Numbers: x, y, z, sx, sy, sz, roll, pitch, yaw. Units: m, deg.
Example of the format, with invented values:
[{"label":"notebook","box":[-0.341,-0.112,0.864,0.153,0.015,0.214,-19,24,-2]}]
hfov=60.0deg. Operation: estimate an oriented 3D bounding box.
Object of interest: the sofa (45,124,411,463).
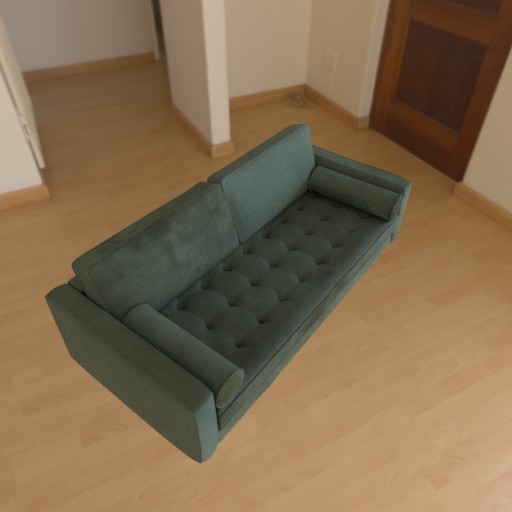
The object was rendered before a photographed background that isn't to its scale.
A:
[{"label":"sofa","box":[0.000,0.000,2.369,0.916,0.772,1.880,27,48,27]}]
